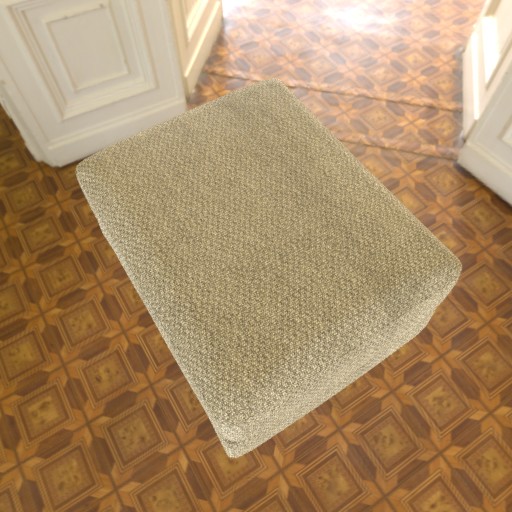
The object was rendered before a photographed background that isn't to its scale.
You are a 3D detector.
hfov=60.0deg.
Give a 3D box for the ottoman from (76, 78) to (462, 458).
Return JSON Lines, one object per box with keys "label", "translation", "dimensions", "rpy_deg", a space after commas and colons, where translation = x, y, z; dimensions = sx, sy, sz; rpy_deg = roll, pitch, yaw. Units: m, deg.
{"label": "ottoman", "translation": [0.000, 0.000, 1.133], "dimensions": [0.603, 0.476, 0.751], "rpy_deg": [-29, 65, -16]}
